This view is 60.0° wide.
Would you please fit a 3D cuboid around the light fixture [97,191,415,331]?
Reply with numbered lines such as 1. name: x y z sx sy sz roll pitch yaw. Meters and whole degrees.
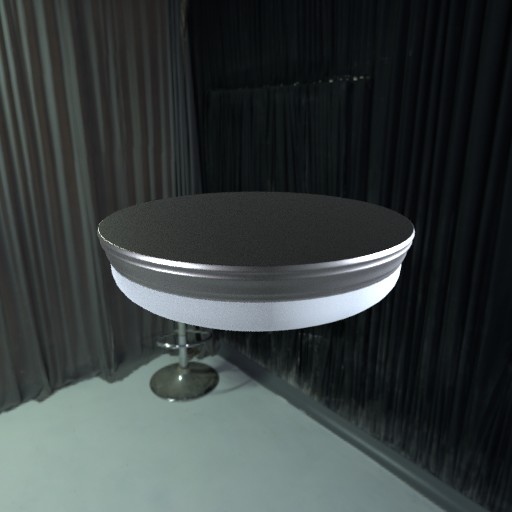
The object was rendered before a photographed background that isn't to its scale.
1. light fixture: 0.000 0.000 0.557 0.368 0.100 0.368 0 18 0
